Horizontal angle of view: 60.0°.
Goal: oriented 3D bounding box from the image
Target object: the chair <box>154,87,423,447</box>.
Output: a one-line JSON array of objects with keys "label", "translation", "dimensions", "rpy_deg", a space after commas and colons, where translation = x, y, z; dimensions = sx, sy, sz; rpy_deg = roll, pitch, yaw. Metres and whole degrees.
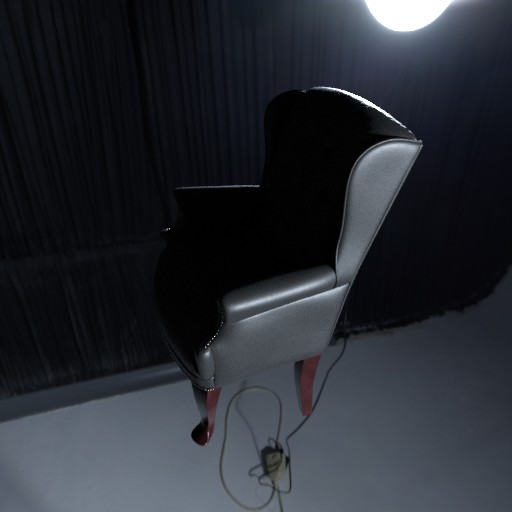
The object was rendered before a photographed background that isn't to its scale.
[{"label": "chair", "translation": [0.000, 0.000, 1.623], "dimensions": [0.762, 1.111, 0.838], "rpy_deg": [-10, 33, -15]}]
